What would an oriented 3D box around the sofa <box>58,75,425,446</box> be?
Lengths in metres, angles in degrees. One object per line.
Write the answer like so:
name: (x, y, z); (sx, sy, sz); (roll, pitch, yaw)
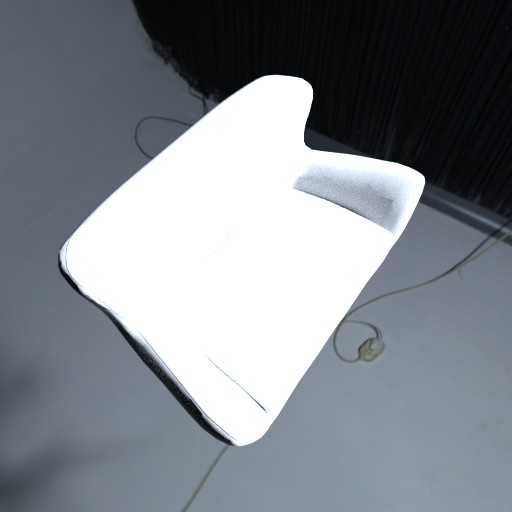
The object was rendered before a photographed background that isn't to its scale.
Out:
sofa: (0.000, 0.000, 1.970); (0.921, 0.878, 1.424); (32, 62, 19)
